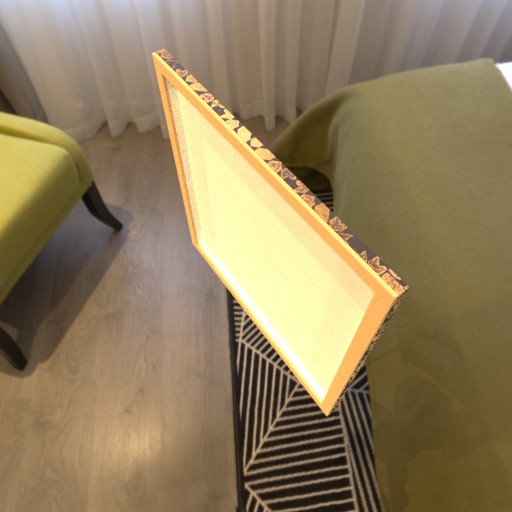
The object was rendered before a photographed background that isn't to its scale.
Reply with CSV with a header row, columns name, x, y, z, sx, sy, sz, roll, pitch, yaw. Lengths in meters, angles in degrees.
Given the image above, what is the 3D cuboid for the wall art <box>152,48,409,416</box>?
name,x,y,z,sx,sy,sz,roll,pitch,yaw
wall art,0.000,0.000,1.388,0.038,0.914,0.914,-31,63,-18
